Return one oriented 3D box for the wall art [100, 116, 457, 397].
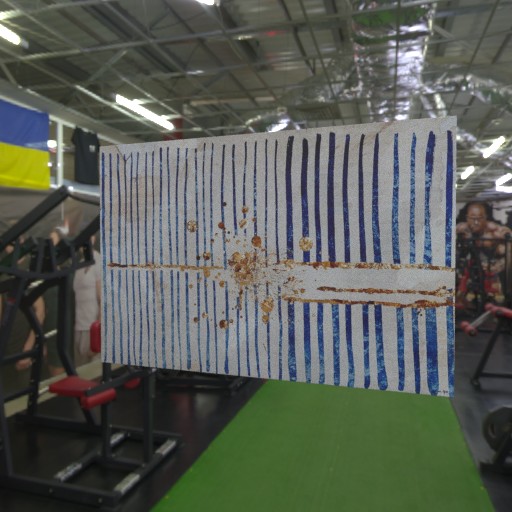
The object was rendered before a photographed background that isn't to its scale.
[{"bbox_3d":[0.000,0.000,1.392,1.143,0.757,0.038,0,1,19],"label":"wall art"}]
